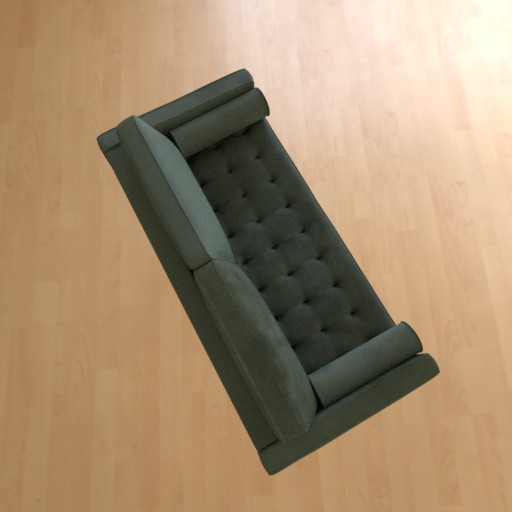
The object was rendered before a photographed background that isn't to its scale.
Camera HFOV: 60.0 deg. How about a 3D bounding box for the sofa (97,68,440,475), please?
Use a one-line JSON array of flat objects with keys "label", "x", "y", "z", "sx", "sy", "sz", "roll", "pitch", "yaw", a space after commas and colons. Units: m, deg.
[{"label": "sofa", "x": 0.000, "y": 0.000, "z": 2.324, "sx": 0.916, "sy": 0.772, "sz": 1.880, "roll": -28, "pitch": 77, "yaw": -7}]
